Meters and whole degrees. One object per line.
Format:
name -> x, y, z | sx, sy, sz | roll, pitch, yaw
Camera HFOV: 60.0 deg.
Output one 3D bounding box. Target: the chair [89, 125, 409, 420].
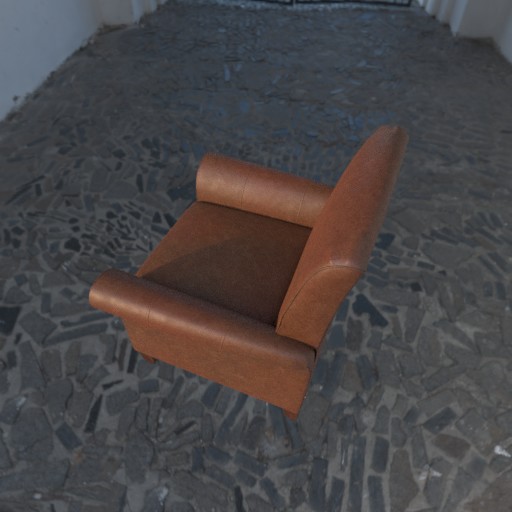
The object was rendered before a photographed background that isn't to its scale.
chair -> 0.000, 0.000, 1.801 | 0.902, 1.061, 0.978 | 17, 48, 15
